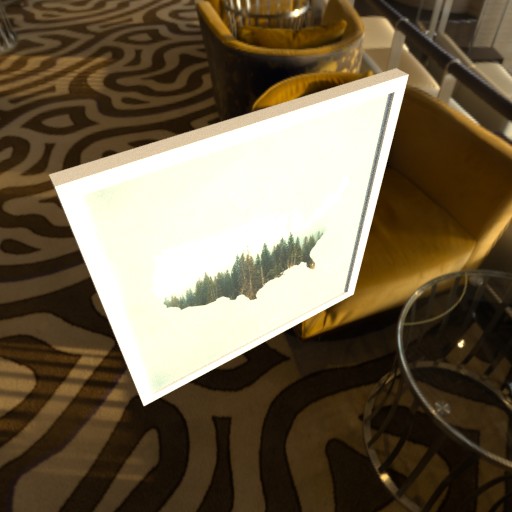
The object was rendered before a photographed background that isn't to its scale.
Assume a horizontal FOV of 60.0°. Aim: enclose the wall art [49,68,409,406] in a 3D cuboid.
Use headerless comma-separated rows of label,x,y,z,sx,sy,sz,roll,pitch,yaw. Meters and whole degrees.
wall art,0.000,0.000,1.116,0.762,0.762,0.038,-24,51,-21
